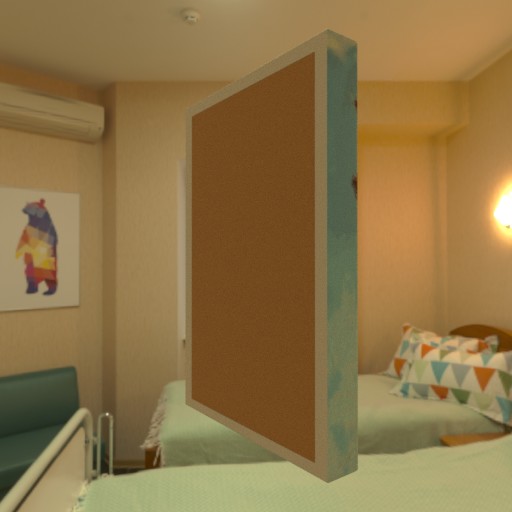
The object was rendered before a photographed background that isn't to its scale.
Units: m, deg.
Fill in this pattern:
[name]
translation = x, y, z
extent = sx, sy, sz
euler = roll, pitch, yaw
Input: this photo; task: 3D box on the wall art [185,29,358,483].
[wall art]
translation = 0.000, 0.000, 0.481
extent = 0.039, 0.380, 0.251
euler = 0, 0, -37
